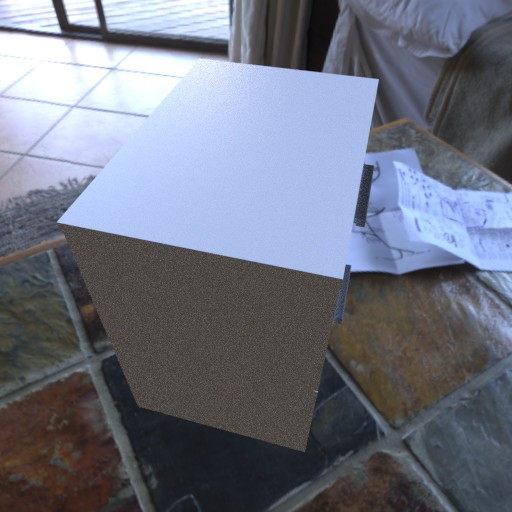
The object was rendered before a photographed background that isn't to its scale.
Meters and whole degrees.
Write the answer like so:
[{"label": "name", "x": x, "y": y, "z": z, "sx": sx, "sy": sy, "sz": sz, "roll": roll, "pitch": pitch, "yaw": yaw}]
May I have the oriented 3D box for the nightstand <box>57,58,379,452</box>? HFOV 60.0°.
[{"label": "nightstand", "x": 0.000, "y": 0.000, "z": 0.761, "sx": 0.325, "sy": 0.460, "sz": 0.441, "roll": 11, "pitch": 47, "yaw": 10}]
